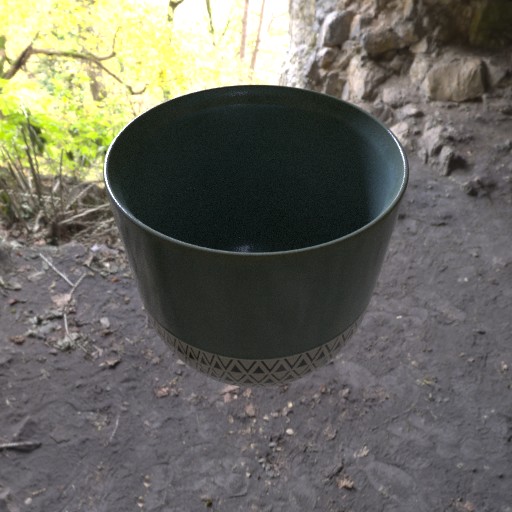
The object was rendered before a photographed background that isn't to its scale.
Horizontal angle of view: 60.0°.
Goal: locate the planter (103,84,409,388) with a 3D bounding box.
[{"bbox_3d":[0.000,0.000,0.490,0.266,0.270,0.266,0,46,0],"label":"planter"}]
